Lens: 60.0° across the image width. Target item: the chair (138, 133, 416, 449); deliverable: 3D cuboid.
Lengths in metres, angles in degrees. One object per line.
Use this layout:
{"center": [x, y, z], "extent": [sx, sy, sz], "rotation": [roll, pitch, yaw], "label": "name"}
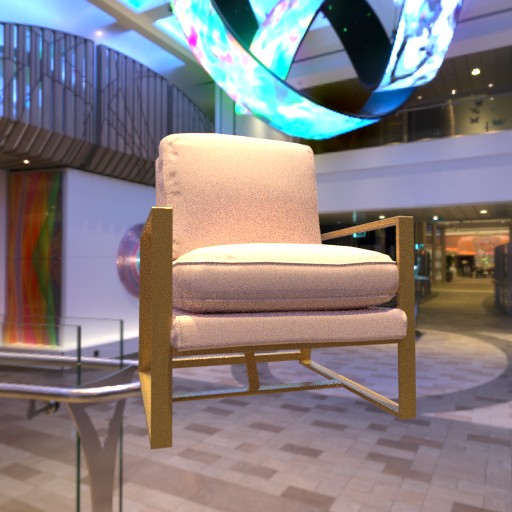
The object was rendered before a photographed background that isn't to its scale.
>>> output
{"center": [0.000, 0.000, 1.542], "extent": [0.758, 0.956, 0.813], "rotation": [0, -1, -17], "label": "chair"}
